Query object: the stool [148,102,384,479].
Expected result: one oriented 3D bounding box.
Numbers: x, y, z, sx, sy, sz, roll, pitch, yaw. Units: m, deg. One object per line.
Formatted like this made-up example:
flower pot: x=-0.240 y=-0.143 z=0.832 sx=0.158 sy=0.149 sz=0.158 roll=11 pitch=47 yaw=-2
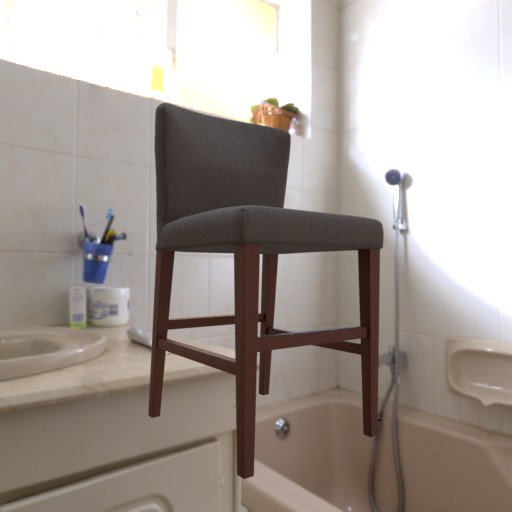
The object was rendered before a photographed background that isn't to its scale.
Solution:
stool: x=0.000 y=0.000 z=1.286 sx=0.481 sy=0.968 sz=0.568 roll=1 pitch=-2 yaw=-36
